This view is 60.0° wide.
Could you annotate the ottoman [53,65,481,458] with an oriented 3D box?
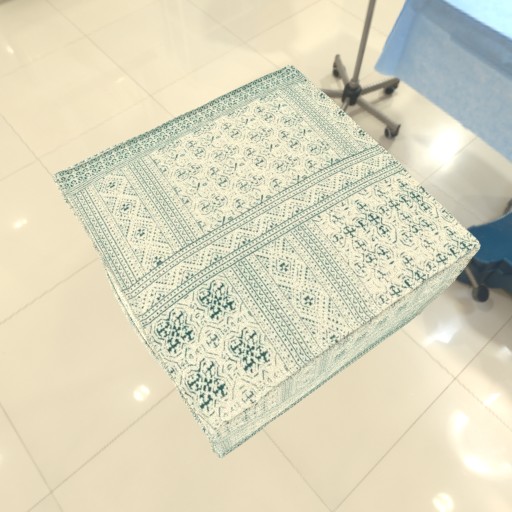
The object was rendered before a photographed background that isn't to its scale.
[{"bbox_3d":[0.000,0.000,1.025,0.626,0.439,0.617,-31,66,-15],"label":"ottoman"}]
